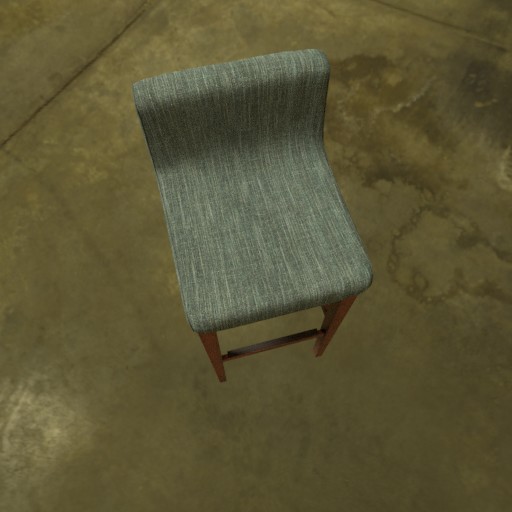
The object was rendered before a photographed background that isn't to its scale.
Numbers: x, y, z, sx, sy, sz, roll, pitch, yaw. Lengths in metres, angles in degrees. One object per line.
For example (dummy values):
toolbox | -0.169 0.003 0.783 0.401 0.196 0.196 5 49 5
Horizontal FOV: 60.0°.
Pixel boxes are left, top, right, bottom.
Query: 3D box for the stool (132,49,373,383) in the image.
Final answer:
stool | 0.000 0.000 1.268 0.426 0.965 0.499 -13 64 -7
